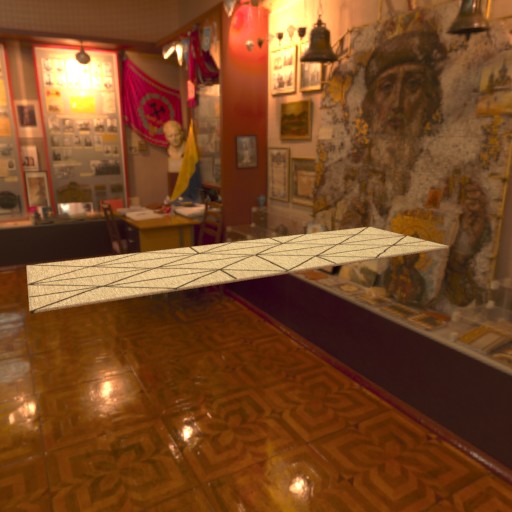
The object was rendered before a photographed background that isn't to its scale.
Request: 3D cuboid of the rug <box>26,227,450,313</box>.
[{"bbox_3d":[0.000,0.000,2.645,2.438,0.012,0.762,-7,16,-27],"label":"rug"}]
